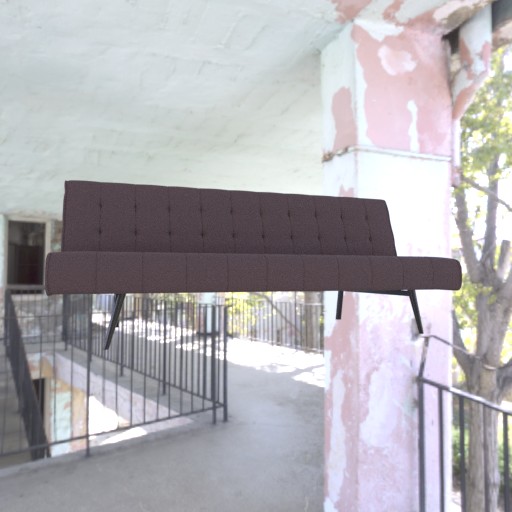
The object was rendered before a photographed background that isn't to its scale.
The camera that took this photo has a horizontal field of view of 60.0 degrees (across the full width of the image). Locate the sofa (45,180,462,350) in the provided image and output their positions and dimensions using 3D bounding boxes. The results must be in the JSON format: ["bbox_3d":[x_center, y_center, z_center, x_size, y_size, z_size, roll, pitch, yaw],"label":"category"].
[{"bbox_3d":[0.000,0.000,2.076,1.703,0.699,0.747,1,-3,-18],"label":"sofa"}]
